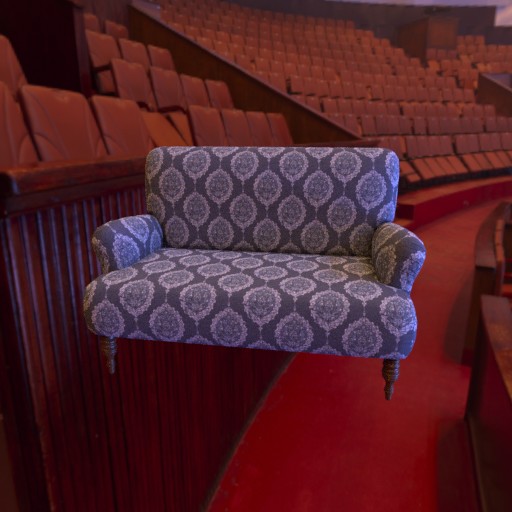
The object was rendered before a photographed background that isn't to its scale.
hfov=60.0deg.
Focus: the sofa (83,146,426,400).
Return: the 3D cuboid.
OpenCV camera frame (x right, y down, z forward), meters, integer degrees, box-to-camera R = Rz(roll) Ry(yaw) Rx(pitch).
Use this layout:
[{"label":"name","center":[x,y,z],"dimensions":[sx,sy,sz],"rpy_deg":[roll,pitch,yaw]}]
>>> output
[{"label":"sofa","center":[0.000,0.000,1.871],"dimensions":[1.297,0.867,0.779],"rpy_deg":[3,16,9]}]
